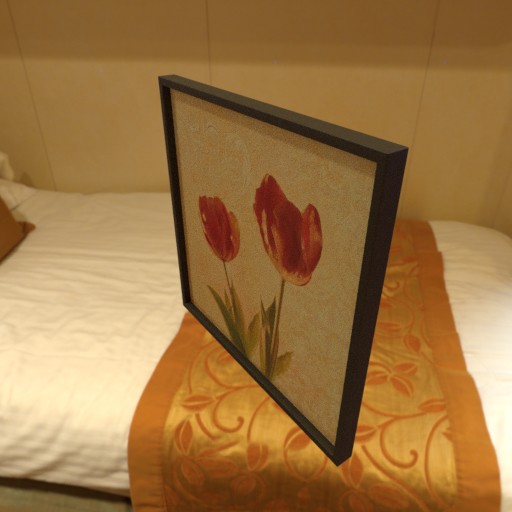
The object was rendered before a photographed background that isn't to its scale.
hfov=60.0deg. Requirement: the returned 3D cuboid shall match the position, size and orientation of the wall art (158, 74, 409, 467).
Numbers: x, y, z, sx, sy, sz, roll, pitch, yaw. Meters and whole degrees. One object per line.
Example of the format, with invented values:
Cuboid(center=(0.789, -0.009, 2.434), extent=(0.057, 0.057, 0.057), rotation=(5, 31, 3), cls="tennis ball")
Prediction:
Cuboid(center=(0.000, 0.000, 0.516), extent=(0.038, 0.349, 0.349), rotation=(-21, 38, -30), cls="wall art")
